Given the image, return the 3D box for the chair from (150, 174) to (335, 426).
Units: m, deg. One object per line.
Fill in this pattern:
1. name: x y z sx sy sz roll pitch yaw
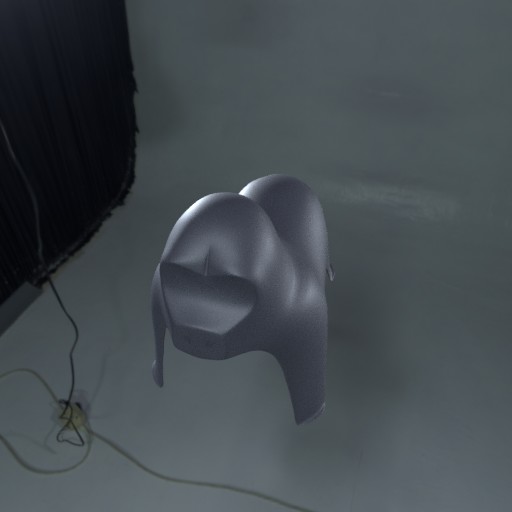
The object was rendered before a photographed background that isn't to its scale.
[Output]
1. chair: 0.000 0.000 1.153 0.490 0.600 0.758 11 43 12
